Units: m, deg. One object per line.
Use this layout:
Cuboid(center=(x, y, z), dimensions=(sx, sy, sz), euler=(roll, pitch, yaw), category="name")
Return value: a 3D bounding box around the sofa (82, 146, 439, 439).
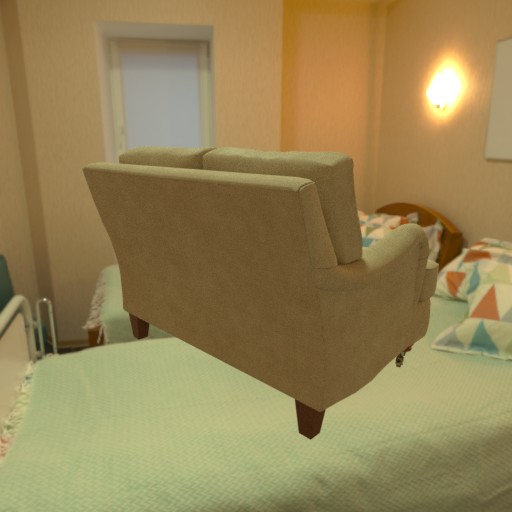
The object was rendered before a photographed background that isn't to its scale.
Cuboid(center=(0.000, 0.000, 2.253), dimensions=(1.498, 1.087, 1.086), euler=(14, 20, 43), category="sofa")
